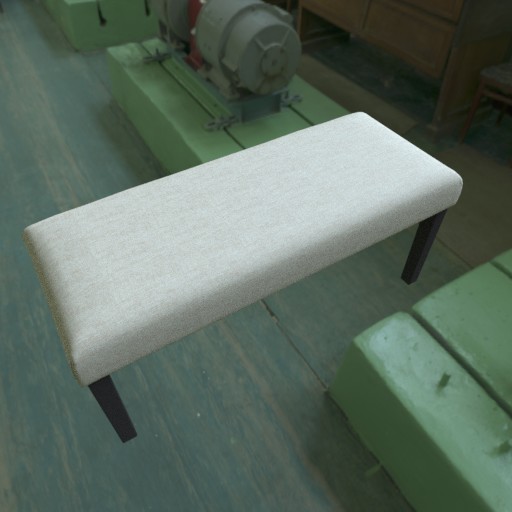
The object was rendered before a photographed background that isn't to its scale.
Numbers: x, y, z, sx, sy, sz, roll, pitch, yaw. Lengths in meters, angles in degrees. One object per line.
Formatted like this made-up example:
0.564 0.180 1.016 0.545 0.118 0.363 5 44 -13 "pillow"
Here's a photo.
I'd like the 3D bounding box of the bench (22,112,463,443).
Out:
0.000 0.000 1.198 1.013 0.456 0.407 -24 51 -21 "bench"
